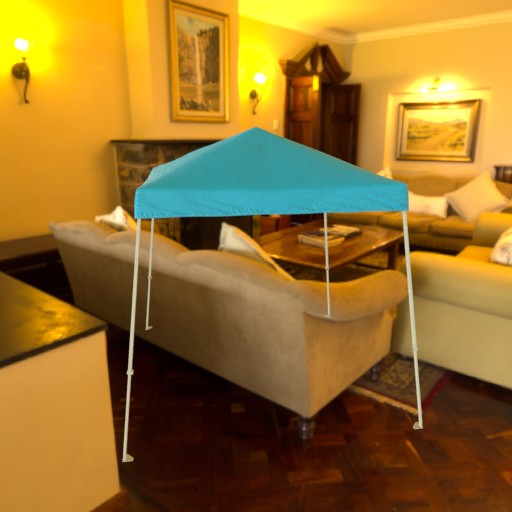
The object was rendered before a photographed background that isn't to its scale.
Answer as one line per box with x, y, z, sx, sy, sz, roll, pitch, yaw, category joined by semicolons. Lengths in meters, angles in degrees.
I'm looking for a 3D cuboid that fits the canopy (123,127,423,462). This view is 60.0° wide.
0.000;0.000;5.094;2.849;2.850;2.850;-3;16;-9;canopy
